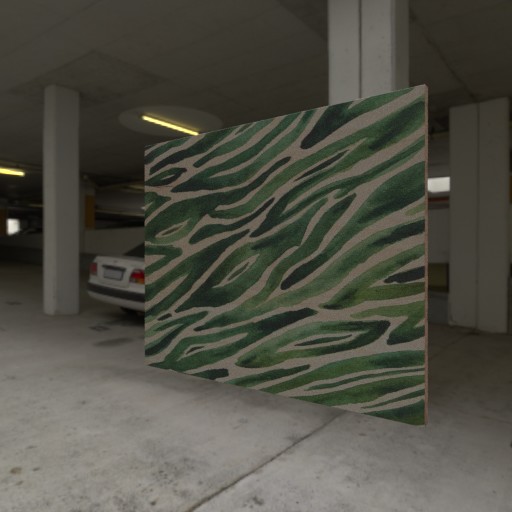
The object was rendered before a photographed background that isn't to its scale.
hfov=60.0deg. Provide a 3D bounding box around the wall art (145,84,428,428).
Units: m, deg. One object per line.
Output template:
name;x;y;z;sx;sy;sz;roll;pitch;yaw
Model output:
wall art;0.000;0.000;0.682;0.508;0.408;0.012;0;0;36
